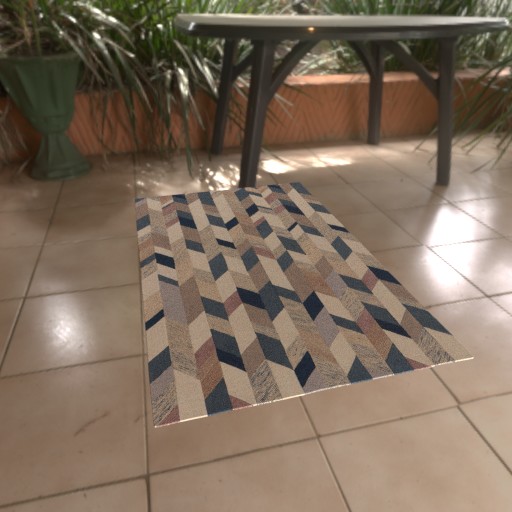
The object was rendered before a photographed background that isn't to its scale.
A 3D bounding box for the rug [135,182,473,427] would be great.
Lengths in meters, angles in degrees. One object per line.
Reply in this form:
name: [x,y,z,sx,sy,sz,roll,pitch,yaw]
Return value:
rug: [0.000,0.000,2.959,1.513,0.008,2.423,-8,31,-13]
